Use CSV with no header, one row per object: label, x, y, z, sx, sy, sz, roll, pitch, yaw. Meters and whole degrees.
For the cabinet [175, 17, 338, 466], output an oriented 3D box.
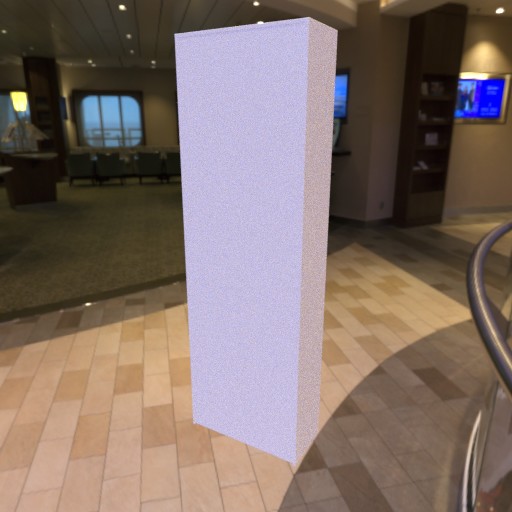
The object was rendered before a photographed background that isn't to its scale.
cabinet,0.000,0.000,1.785,0.520,1.630,0.255,10,19,29
